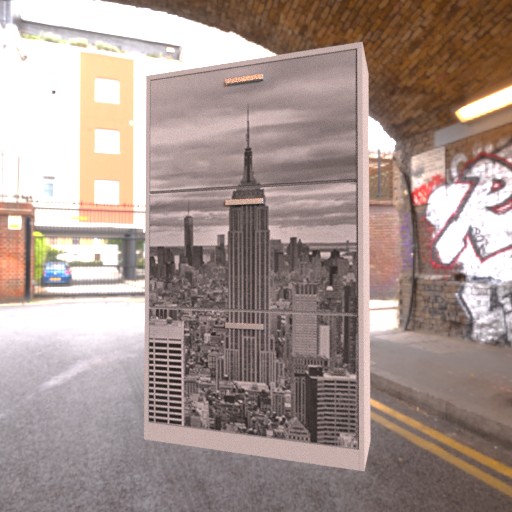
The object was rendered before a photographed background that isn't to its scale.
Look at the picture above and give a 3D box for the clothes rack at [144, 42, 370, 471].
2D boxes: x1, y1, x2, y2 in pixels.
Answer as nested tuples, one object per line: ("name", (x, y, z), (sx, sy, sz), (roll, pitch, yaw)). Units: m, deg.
("clothes rack", (0.000, 0.000, 1.545), (0.750, 1.280, 0.250), (0, -1, 19))
